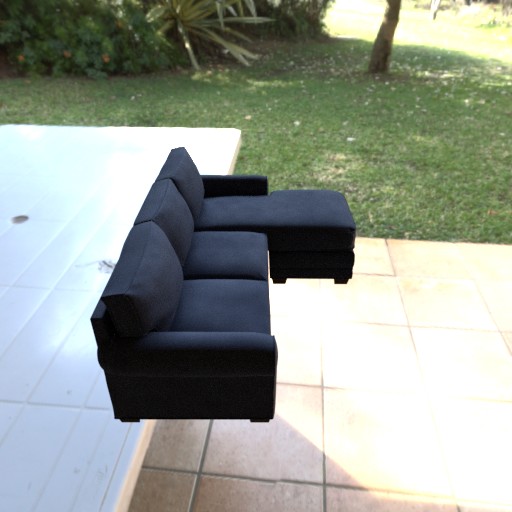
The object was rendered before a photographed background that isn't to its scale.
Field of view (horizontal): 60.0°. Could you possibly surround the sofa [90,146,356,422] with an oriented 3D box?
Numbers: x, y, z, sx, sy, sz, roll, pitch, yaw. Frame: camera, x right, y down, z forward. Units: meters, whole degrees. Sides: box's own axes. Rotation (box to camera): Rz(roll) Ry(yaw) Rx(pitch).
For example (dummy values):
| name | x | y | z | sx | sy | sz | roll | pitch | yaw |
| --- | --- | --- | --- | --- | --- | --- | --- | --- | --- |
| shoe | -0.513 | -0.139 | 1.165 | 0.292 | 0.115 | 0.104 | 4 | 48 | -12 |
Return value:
| name | x | y | z | sx | sy | sz | roll | pitch | yaw |
| --- | --- | --- | --- | --- | --- | --- | --- | --- | --- |
| sofa | 0.000 | 0.000 | 3.520 | 1.780 | 1.063 | 2.567 | 0 | 33 | 0 |
